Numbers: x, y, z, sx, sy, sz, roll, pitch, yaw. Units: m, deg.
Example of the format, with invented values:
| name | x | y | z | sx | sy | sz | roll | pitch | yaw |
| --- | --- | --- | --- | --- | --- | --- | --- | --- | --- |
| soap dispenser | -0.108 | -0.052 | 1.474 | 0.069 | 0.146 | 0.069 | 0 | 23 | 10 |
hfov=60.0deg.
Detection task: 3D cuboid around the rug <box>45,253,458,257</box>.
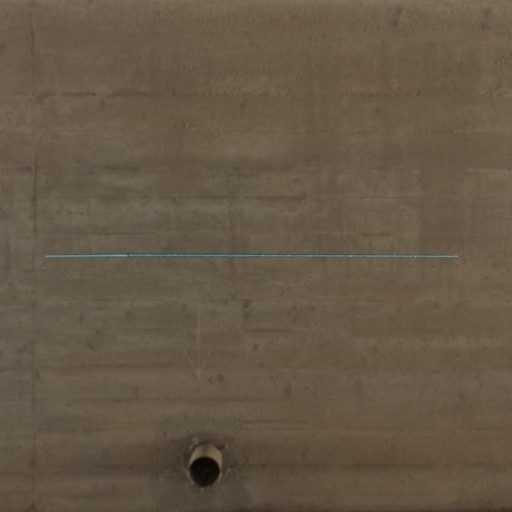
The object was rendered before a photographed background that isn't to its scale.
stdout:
| name | x | y | z | sx | sy | sz | roll | pitch | yaw |
| --- | --- | --- | --- | --- | --- | --- | --- | --- | --- |
| rug | 0.000 | 0.000 | 2.355 | 1.833 | 0.012 | 1.211 | 0 | 0 | -36 |
